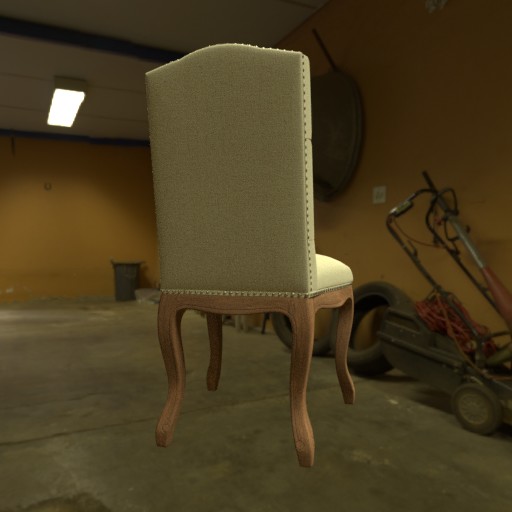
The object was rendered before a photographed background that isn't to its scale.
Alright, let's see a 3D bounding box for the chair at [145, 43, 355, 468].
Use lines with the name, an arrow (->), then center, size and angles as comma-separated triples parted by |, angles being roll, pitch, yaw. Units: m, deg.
chair -> 0.000, 0.000, 1.538 | 0.623, 1.165, 0.715 | 0, 0, 17
